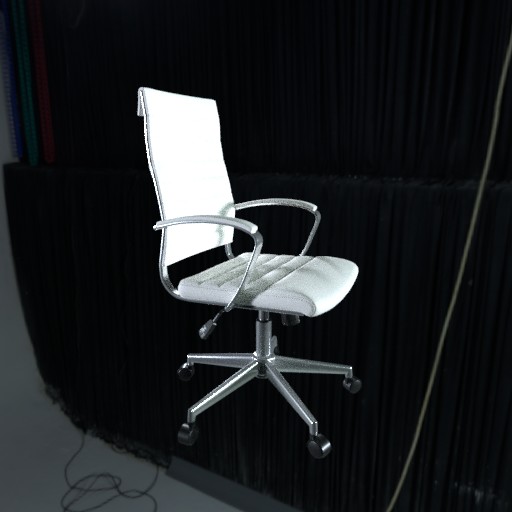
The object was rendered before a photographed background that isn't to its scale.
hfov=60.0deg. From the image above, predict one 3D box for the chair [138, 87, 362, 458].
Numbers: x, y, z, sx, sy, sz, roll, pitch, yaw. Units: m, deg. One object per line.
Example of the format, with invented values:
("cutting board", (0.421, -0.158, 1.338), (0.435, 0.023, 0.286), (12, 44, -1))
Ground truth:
("chair", (0.000, 0.000, 1.621), (0.739, 1.149, 0.766), (7, 15, 26))
